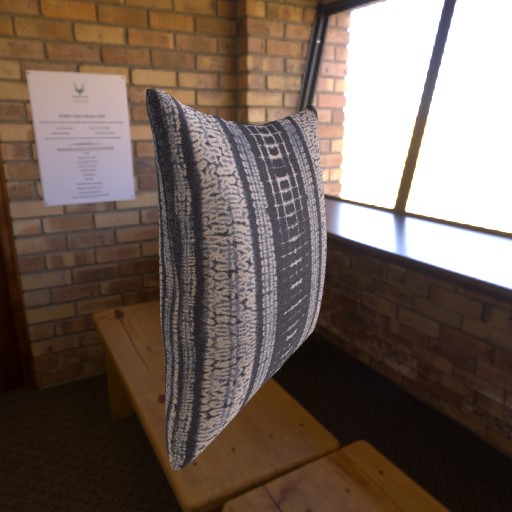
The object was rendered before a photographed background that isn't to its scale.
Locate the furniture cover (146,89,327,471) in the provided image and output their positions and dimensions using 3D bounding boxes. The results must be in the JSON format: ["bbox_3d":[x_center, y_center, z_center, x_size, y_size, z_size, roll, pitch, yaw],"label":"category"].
[{"bbox_3d":[0.000,0.000,0.650,0.133,0.435,0.425,9,18,27],"label":"furniture cover"}]
